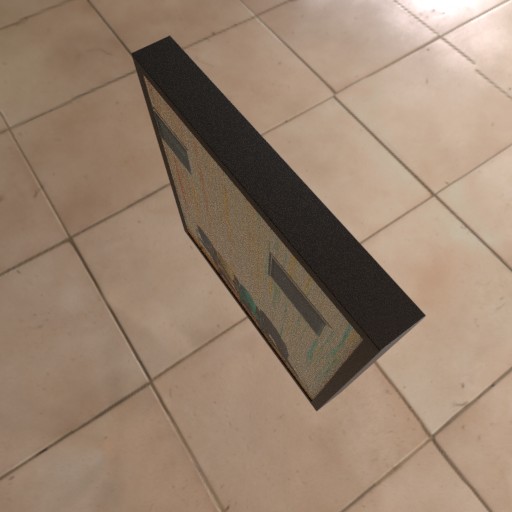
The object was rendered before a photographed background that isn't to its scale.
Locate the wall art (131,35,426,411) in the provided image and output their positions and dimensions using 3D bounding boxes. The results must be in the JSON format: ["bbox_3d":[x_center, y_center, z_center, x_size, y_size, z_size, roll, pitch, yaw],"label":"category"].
[{"bbox_3d":[0.000,0.000,0.454,0.038,0.304,0.304,-33,69,-15],"label":"wall art"}]
